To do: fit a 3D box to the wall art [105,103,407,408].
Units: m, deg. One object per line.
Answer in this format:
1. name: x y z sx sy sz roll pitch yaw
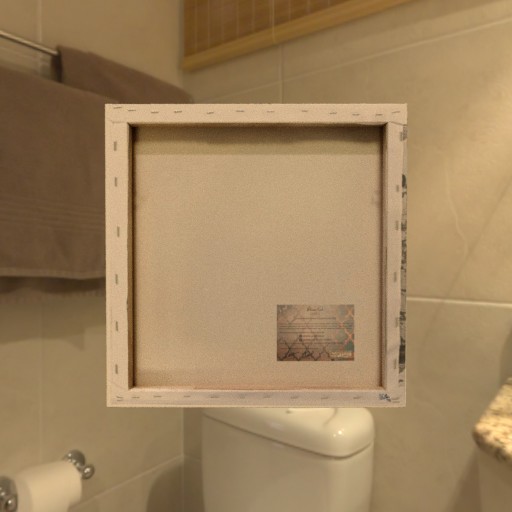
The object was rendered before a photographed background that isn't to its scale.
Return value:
1. wall art: 0.000 0.000 0.464 0.302 0.306 0.038 0 1 0
